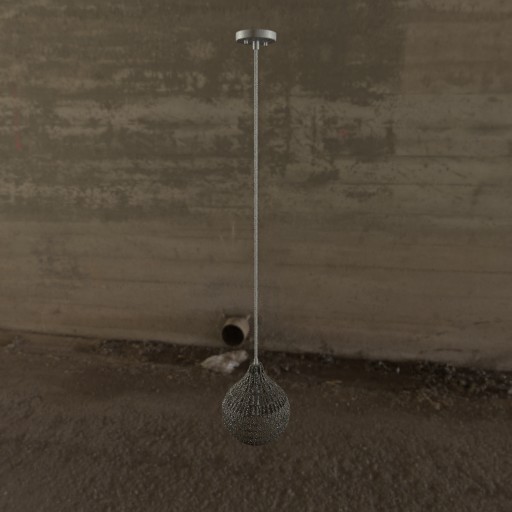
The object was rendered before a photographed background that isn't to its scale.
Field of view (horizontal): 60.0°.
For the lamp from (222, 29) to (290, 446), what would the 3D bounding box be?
[{"bbox_3d":[0.000,0.000,2.099,0.355,1.919,0.355,-8,17,-26],"label":"lamp"}]
